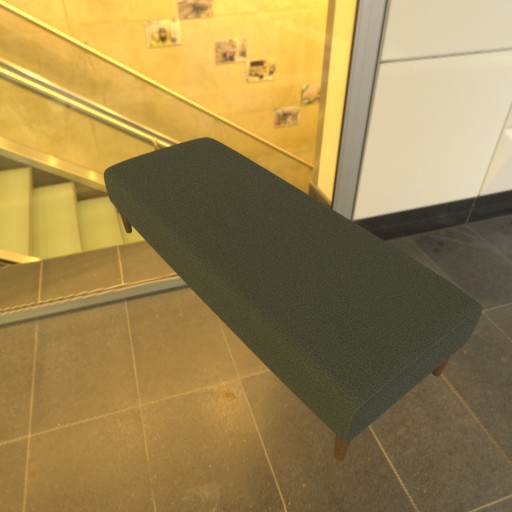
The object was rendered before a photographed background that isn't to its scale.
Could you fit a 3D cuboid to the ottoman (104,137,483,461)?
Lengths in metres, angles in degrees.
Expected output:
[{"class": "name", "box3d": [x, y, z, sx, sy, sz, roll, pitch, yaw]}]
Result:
[{"class": "ottoman", "box3d": [0.000, 0.000, 1.852, 0.646, 0.393, 1.609, -26, 46, -28]}]
